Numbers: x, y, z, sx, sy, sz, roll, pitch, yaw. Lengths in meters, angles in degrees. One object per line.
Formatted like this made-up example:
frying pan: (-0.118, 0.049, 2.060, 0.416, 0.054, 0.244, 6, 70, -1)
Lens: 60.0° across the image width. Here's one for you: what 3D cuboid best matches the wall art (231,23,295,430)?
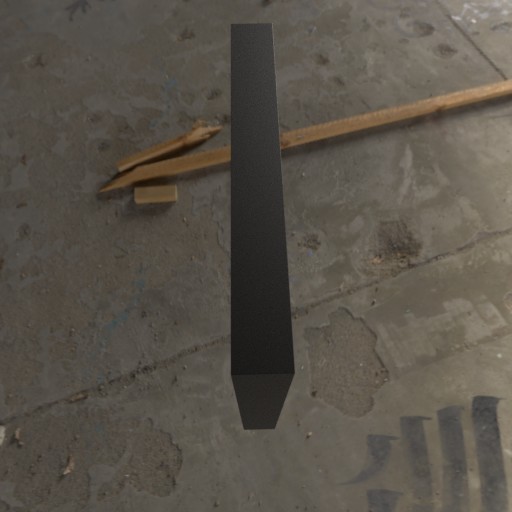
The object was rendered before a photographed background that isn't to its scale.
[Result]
wall art: (0.000, 0.000, 0.455, 0.037, 0.303, 0.304, -1, 63, -1)
